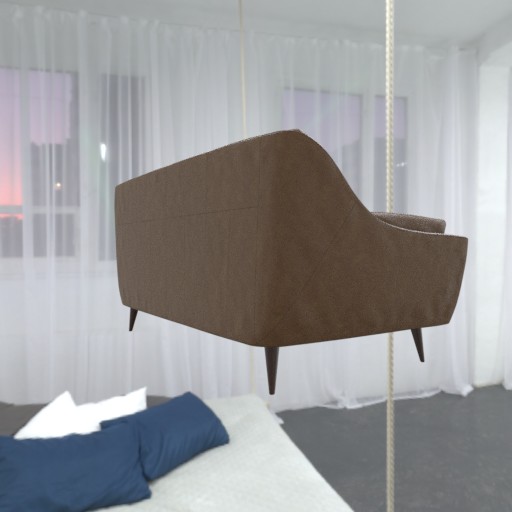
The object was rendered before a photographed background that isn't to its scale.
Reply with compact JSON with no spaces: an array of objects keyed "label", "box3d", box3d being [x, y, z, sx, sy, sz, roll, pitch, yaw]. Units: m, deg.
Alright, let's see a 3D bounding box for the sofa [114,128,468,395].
[{"label":"sofa","box3d":[0.000,0.000,2.249,0.981,0.886,1.731,-1,1,-35]}]
